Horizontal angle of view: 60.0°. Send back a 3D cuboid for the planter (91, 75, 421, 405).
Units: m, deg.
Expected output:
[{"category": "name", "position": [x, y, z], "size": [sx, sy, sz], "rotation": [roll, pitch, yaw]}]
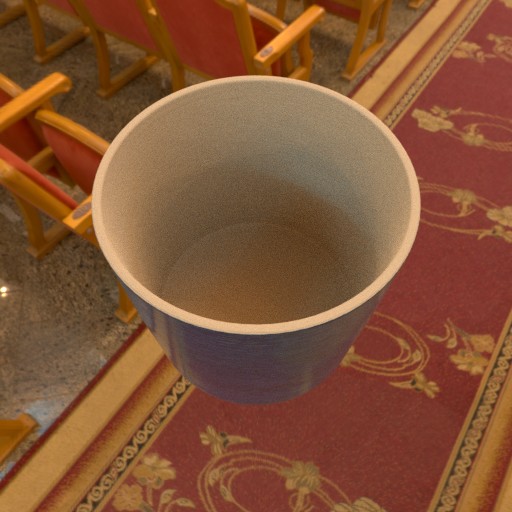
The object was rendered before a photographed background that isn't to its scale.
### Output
[{"category": "planter", "position": [0.000, 0.000, 0.389], "size": [0.221, 0.201, 0.221], "rotation": [0, 59, 0]}]
